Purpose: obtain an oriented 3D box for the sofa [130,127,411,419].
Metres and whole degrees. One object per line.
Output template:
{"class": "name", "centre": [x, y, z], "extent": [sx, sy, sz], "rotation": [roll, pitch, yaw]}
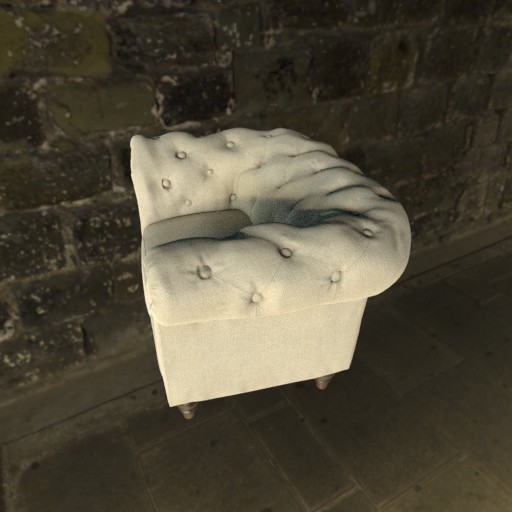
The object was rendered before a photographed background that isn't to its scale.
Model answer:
{"class": "sofa", "centre": [0.000, 0.000, 2.048], "extent": [1.034, 0.878, 1.405], "rotation": [-8, 33, -13]}
